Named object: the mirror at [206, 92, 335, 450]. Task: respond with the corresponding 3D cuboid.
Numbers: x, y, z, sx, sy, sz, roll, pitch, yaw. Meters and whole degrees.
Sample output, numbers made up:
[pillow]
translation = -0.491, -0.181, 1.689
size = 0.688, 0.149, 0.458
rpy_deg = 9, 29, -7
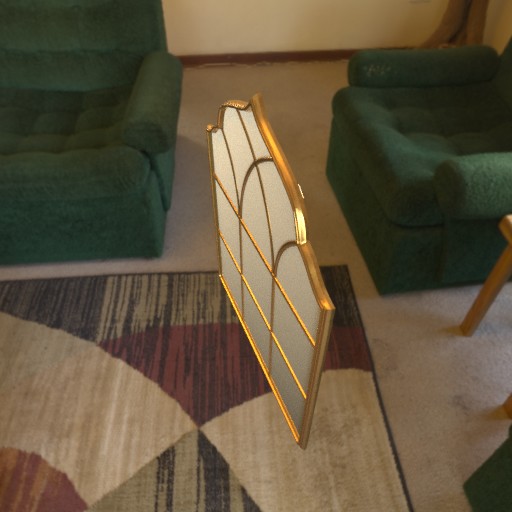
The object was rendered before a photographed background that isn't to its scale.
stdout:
[mirror]
translation = 0.000, 0.000, 0.835
size = 0.018, 0.635, 0.513
rpy_deg = -16, 48, -15
